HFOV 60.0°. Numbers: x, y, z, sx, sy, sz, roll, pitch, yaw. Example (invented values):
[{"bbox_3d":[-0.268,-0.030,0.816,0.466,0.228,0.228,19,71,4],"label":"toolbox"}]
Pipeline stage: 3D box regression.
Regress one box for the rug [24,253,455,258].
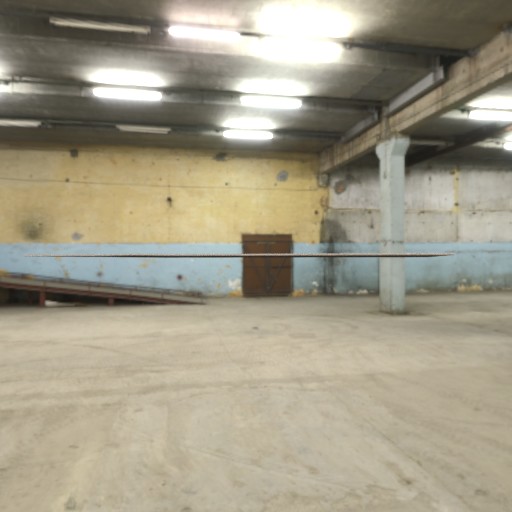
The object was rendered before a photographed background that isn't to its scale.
[{"bbox_3d":[0.000,0.000,4.403,3.357,0.019,2.449,0,-1,17],"label":"rug"}]
